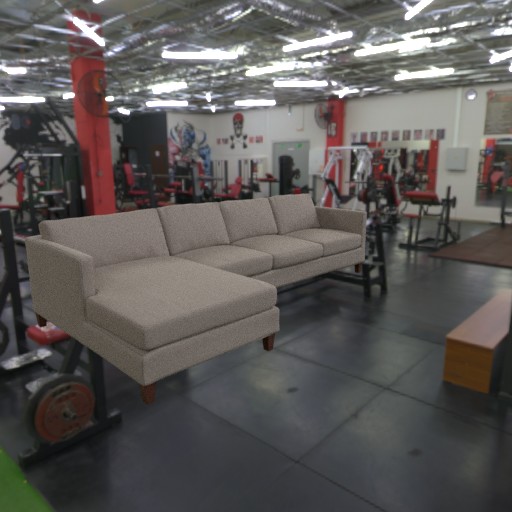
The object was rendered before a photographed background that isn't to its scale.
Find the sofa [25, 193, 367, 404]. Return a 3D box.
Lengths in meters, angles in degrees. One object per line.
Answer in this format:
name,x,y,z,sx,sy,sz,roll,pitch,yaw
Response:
sofa,0.000,0.000,3.820,3.186,0.846,1.625,-12,18,-43
